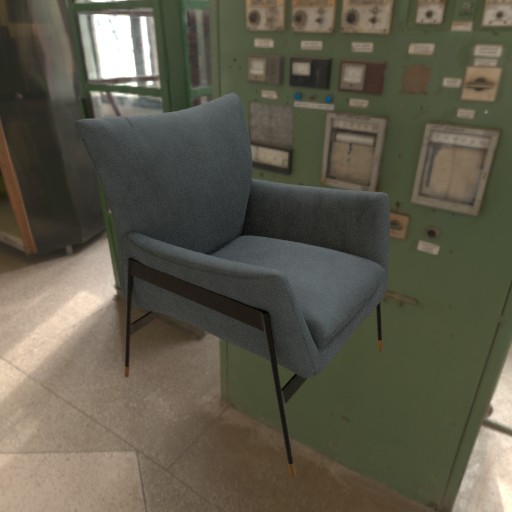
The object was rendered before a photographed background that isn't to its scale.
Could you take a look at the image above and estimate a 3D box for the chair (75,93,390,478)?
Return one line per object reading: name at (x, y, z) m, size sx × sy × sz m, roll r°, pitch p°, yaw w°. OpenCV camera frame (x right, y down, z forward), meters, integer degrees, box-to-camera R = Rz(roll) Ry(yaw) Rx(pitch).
chair at (0.000, 0.000, 1.391) m, size 0.709 × 0.858 × 0.678 m, roll 18°, pitch 32°, yaw 31°
